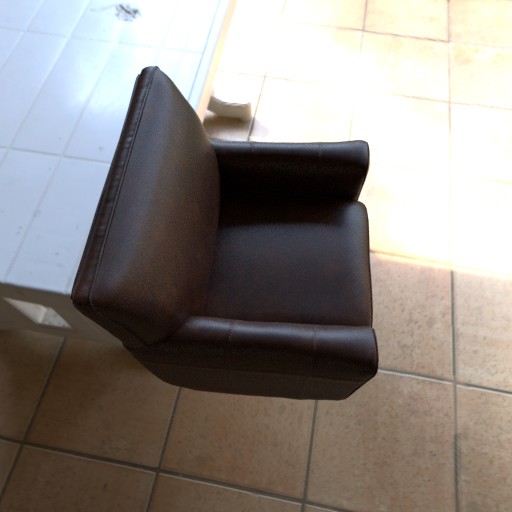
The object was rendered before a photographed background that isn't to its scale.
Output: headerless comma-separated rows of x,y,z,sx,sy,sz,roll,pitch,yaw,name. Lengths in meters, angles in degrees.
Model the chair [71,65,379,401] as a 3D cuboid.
0.000,0.000,1.597,0.823,0.943,0.870,4,62,2,chair
